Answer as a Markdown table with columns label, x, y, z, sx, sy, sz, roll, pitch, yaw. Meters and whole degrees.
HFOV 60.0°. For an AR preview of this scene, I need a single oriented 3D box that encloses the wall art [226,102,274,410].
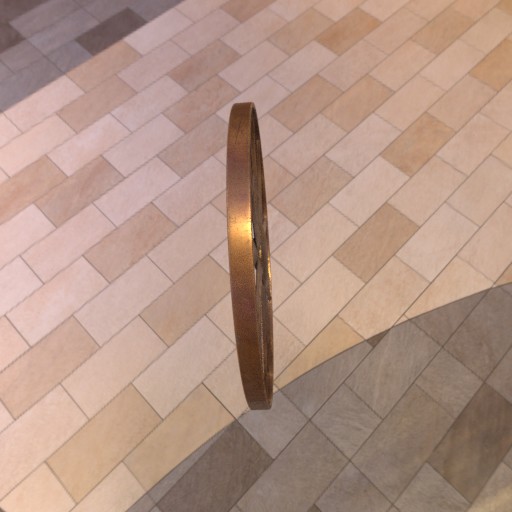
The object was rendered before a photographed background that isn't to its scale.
| label | x | y | z | sx | sy | sz | roll | pitch | yaw |
| --- | --- | --- | --- | --- | --- | --- | --- | --- | --- |
| wall art | 0.000 | 0.000 | 0.887 | 0.084 | 0.583 | 0.582 | -1 | 65 | -1 |
